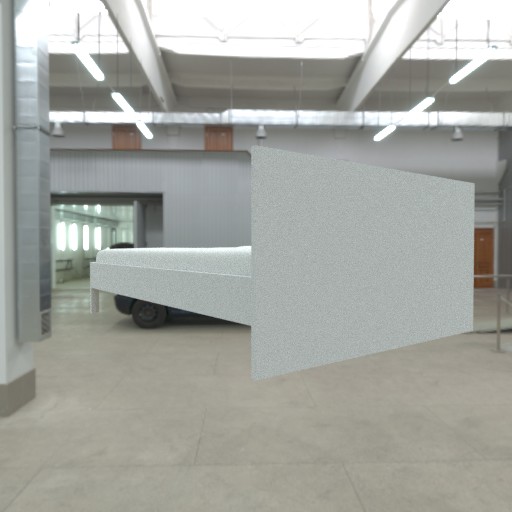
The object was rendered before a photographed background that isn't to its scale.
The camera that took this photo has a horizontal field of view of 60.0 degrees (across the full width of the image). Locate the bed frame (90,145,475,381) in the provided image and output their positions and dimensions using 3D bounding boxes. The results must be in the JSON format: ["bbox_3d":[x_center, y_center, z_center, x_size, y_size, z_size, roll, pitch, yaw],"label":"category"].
[{"bbox_3d":[0.000,0.000,2.732,1.490,0.800,1.950,-1,2,-37],"label":"bed frame"}]
